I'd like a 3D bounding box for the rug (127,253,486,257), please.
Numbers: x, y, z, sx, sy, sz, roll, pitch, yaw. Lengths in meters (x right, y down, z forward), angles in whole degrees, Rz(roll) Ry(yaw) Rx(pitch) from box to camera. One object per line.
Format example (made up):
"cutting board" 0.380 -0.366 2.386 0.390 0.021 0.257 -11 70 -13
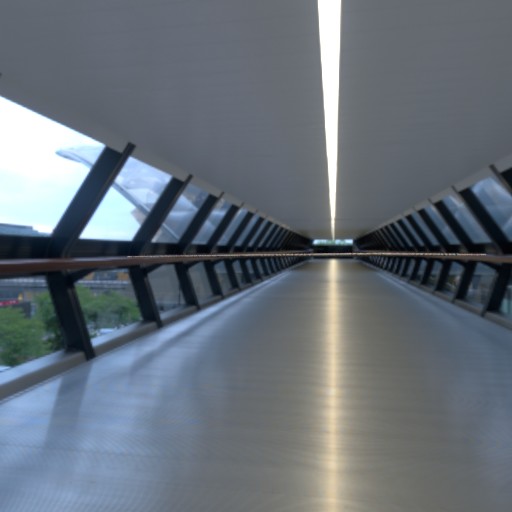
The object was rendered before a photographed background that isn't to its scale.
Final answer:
"rug" 0.000 0.000 2.730 0.771 0.009 2.443 0 0 -36
